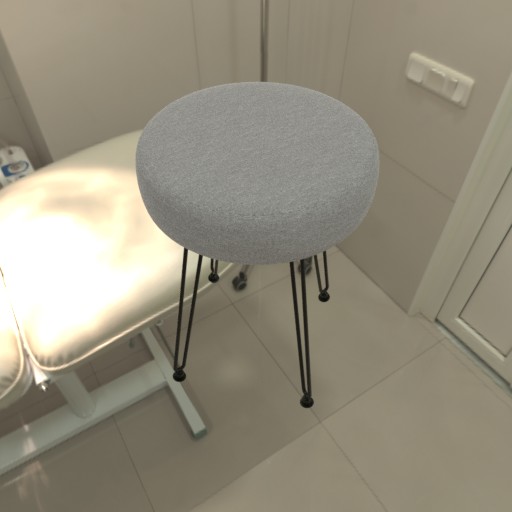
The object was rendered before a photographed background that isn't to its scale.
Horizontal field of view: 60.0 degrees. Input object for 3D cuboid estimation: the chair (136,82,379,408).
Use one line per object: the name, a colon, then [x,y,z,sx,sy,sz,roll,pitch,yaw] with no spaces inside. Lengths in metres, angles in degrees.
chair: [0.000,0.000,0.689,0.350,0.440,0.350,-25,52,-21]
